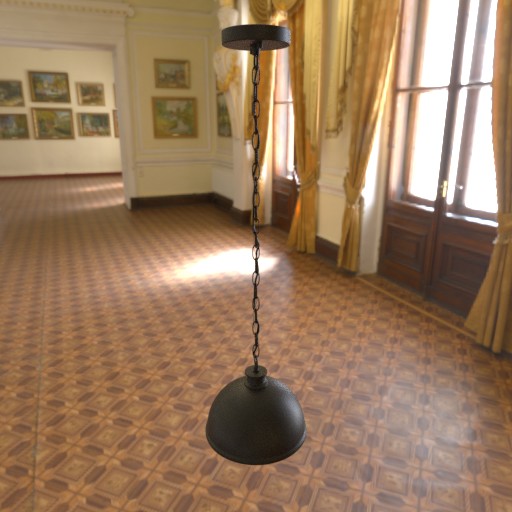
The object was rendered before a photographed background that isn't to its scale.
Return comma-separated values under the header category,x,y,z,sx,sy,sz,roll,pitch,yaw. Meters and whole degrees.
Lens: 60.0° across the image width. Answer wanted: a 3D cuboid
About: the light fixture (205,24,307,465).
category,x,y,z,sx,sy,sz,roll,pitch,yaw
light fixture,0.000,0.000,1.186,0.304,1.090,0.304,-3,17,-10
